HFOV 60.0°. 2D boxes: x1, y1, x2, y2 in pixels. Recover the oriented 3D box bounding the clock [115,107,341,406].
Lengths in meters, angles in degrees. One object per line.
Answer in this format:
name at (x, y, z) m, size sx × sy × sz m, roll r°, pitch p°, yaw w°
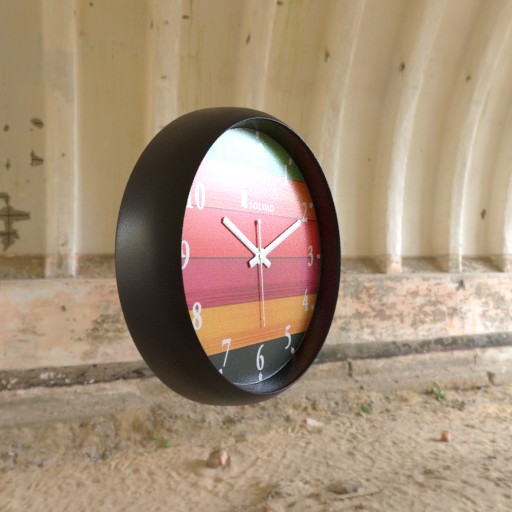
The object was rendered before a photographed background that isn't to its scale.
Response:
clock at (0.000, 0.000, 0.450) m, size 0.060 × 0.300 × 0.300 m, roll -1°, pitch -2°, yaw 37°
